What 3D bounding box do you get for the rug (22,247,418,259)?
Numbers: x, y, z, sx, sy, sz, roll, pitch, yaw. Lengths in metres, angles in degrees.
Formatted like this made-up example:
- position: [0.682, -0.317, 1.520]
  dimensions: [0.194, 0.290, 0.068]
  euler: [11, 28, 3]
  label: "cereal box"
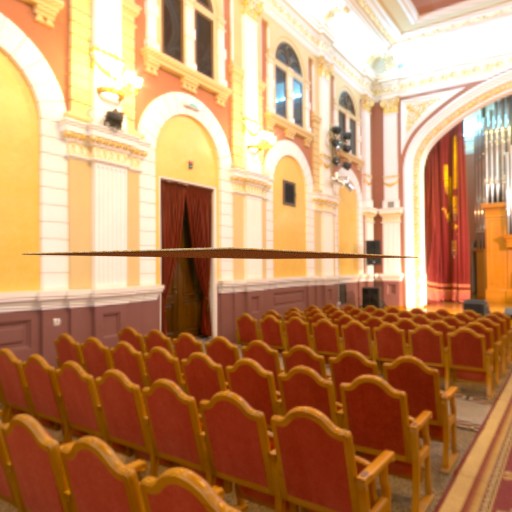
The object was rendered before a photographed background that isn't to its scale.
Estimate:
- position: [0.000, 0.000, 3.026]
  dimensions: [1.511, 0.010, 2.424]
  euler: [-1, -1, 35]
  label: "rug"
